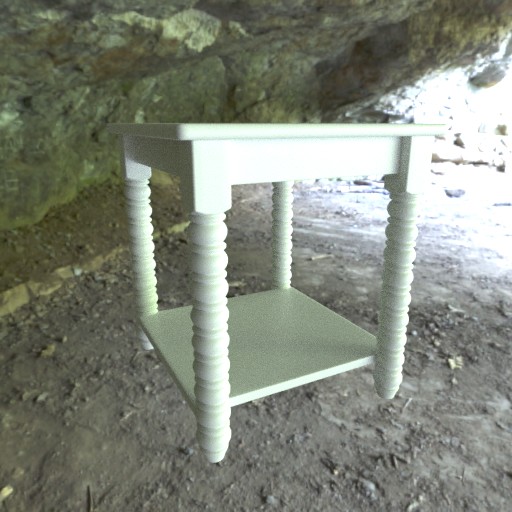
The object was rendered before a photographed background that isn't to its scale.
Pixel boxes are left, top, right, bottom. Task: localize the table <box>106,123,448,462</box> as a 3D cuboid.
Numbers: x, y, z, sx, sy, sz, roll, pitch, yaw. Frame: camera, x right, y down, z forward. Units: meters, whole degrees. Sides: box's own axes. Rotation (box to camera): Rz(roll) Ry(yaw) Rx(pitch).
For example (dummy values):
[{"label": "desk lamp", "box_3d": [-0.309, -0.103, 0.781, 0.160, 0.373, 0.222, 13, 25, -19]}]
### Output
[{"label": "table", "box_3d": [0.000, 0.000, 0.981, 0.500, 0.563, 0.533, -9, 19, -26]}]
